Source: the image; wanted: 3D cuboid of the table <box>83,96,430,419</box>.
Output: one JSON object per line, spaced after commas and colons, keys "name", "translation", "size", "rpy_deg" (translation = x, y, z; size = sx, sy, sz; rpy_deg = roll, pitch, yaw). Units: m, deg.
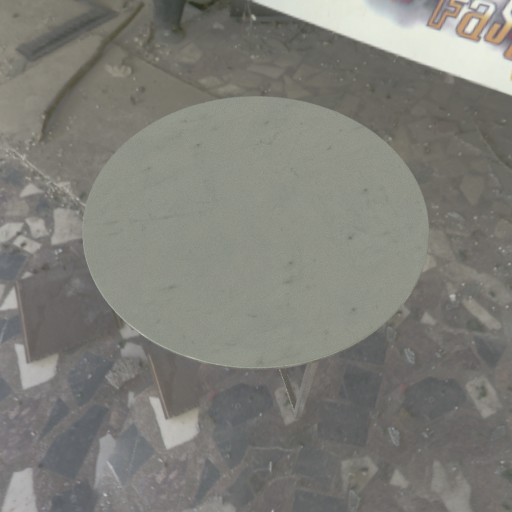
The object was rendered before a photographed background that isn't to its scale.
{"name": "table", "translation": [0.000, 0.000, 1.231], "size": [0.800, 0.450, 0.800], "rpy_deg": [0, 56, 0]}
